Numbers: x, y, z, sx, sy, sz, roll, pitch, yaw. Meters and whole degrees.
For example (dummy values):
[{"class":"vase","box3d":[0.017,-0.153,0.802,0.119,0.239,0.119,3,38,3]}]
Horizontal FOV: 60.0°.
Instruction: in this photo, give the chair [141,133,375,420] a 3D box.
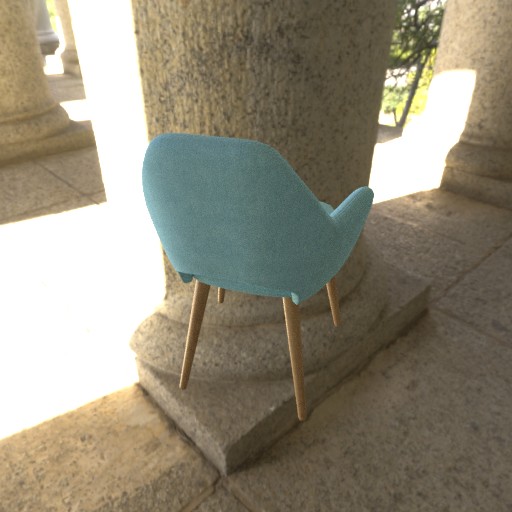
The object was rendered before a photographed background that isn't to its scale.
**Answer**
[{"class":"chair","box3d":[0.000,0.000,1.249,0.590,0.840,0.610,9,33,15]}]
